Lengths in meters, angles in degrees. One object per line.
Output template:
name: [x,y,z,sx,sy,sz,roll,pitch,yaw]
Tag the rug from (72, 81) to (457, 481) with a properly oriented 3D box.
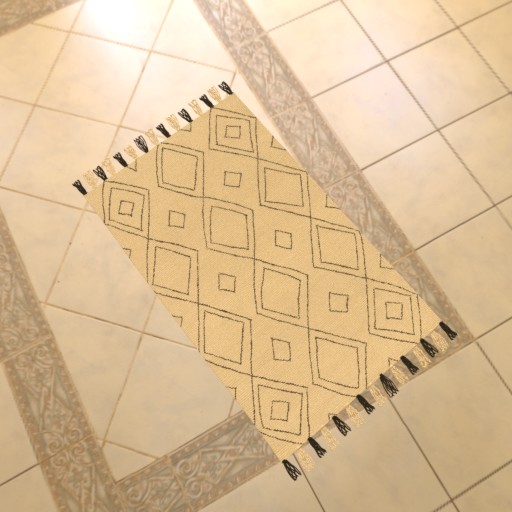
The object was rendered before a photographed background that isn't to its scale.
rug: [0.000,0.000,3.312,1.524,0.021,2.755,-38,78,-9]
